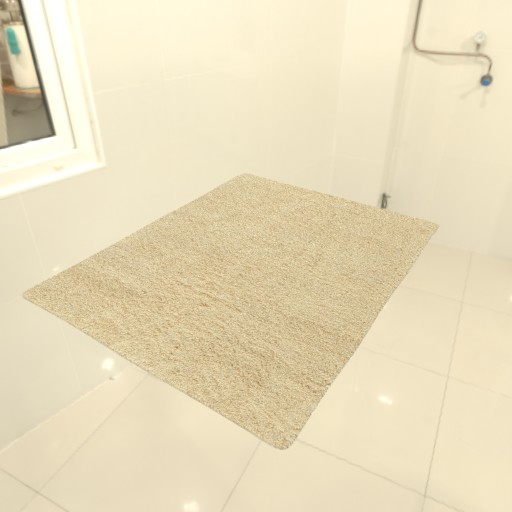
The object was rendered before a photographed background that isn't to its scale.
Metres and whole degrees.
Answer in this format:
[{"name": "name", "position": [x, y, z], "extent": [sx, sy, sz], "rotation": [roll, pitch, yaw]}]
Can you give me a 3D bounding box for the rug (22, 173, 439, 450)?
[{"name": "rug", "position": [0.000, 0.000, 3.923], "extent": [2.401, 0.025, 3.001], "rotation": [20, 38, 28]}]
